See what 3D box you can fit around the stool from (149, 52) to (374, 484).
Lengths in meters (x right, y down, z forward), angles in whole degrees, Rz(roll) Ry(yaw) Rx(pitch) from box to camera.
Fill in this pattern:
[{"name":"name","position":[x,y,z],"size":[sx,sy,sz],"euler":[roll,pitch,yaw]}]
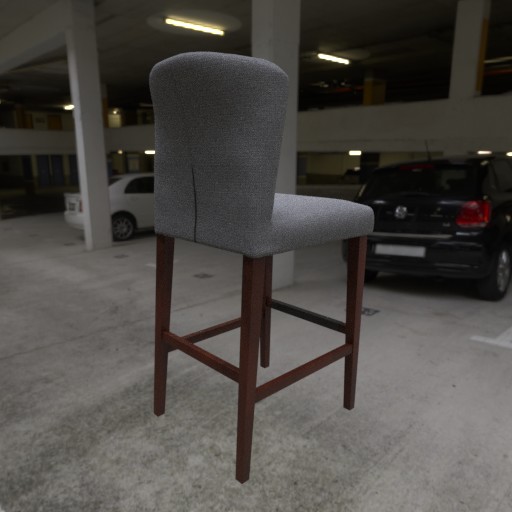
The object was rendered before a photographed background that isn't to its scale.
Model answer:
[{"name":"stool","position":[0.000,0.000,1.358],"size":[0.568,1.069,0.486],"euler":[-12,18,-42]}]
